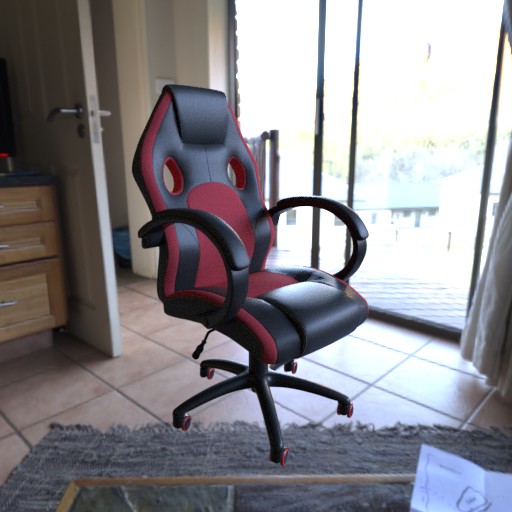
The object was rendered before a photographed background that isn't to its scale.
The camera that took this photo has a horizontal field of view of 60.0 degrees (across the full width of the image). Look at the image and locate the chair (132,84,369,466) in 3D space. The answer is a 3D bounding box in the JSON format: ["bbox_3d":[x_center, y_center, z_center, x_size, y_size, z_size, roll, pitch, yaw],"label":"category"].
[{"bbox_3d":[0.000,0.000,1.563,0.673,1.187,0.724,-13,18,-44],"label":"chair"}]
